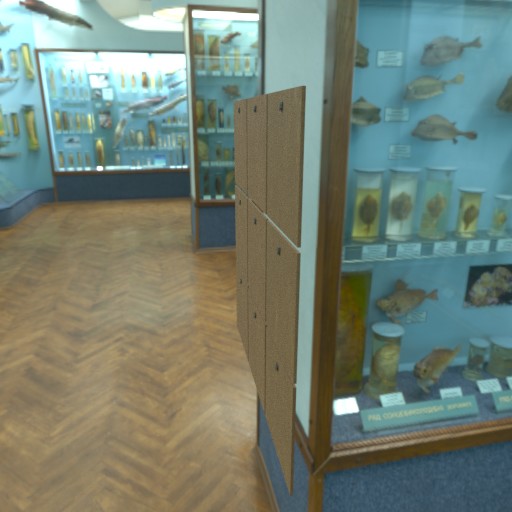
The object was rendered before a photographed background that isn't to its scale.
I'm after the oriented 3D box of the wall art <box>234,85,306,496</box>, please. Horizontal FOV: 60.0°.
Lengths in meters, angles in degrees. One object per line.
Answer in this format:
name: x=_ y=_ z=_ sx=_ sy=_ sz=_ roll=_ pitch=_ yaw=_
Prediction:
wall art: x=0.000 y=0.000 z=2.246 sx=0.023 sy=1.522 sz=1.526 roll=-3 pitch=18 yaw=-10
